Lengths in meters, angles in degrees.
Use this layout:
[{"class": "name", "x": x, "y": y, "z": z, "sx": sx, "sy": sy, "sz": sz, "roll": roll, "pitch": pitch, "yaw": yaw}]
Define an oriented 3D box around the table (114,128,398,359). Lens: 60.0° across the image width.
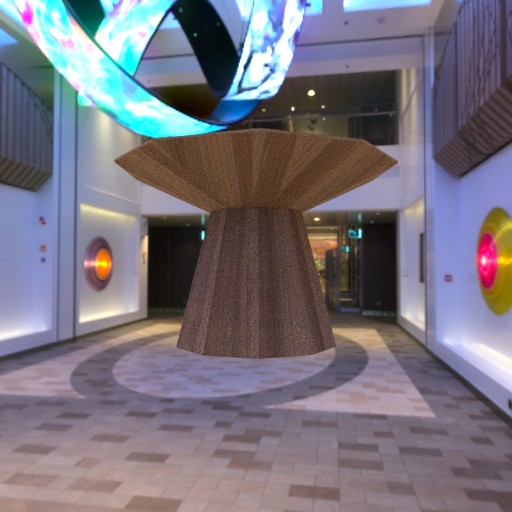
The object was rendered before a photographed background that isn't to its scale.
[{"class": "table", "x": 0.000, "y": 0.000, "z": 1.936, "sx": 1.186, "sy": 0.752, "sz": 1.186, "roll": 0, "pitch": -1, "yaw": 0}]
